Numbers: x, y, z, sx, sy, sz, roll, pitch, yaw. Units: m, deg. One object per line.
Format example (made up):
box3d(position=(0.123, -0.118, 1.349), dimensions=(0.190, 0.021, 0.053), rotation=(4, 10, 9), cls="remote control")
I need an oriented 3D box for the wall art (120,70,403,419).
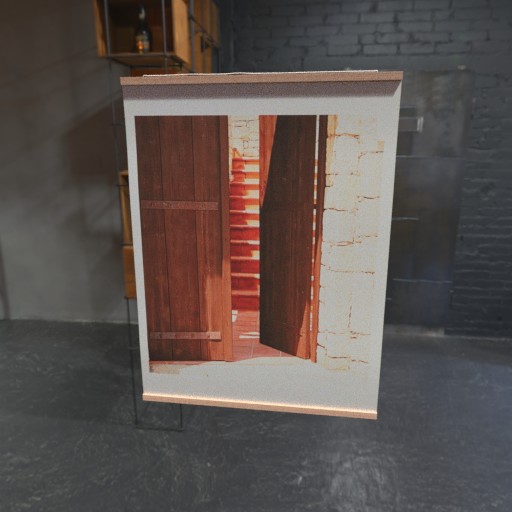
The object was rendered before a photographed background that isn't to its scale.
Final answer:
box3d(position=(0.000, 0.000, 1.310), dimensions=(0.758, 1.013, 0.020), rotation=(2, 14, 8), cls="wall art")
